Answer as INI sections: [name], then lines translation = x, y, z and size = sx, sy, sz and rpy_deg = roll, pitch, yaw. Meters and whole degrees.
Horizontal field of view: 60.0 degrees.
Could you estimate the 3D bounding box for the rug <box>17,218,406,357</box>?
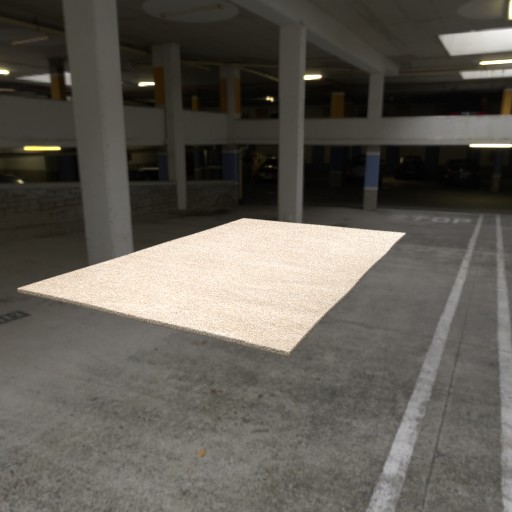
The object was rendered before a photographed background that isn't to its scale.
[rug]
translation = 0.000, 0.000, 2.913
size = 1.500, 0.025, 2.346
rpy_deg = 8, 16, 27
